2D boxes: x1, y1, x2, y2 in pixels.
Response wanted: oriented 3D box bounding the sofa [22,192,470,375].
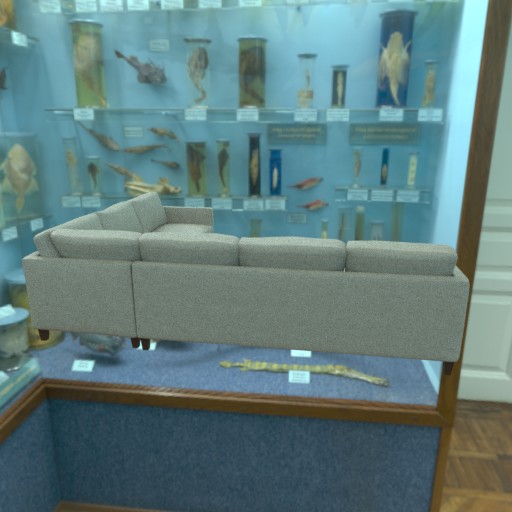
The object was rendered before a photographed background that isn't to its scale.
[{"bbox_3d":[0.000,0.000,4.411,3.333,0.934,2.522,3,16,9],"label":"sofa"}]
